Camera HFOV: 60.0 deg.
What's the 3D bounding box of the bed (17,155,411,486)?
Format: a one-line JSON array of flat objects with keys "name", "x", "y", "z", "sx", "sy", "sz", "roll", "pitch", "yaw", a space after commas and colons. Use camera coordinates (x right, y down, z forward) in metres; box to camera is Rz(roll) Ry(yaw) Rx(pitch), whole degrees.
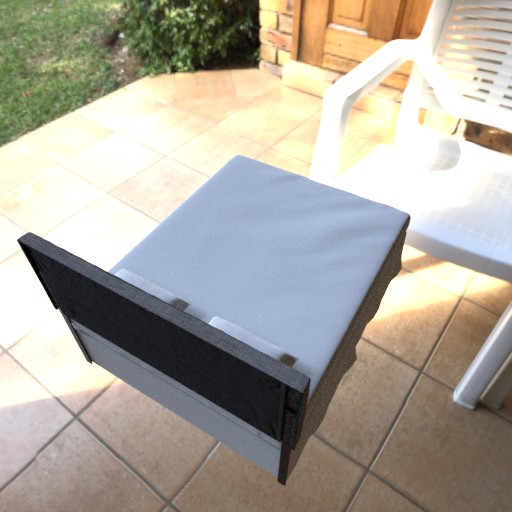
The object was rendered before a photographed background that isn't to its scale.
[{"name": "bed", "x": 0.000, "y": 0.000, "z": 2.901, "sx": 1.621, "sy": 1.168, "sz": 1.958, "roll": 23, "pitch": 51, "yaw": 21}]
